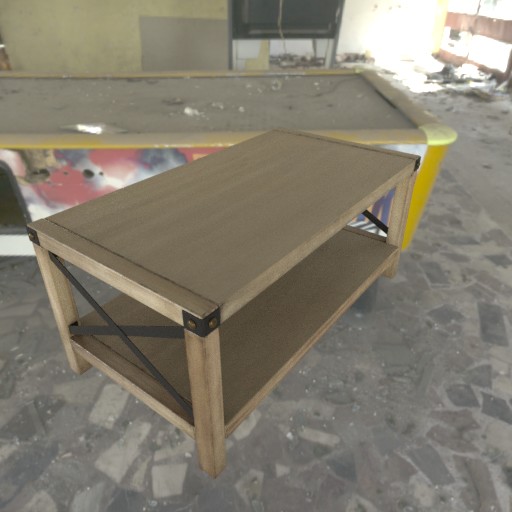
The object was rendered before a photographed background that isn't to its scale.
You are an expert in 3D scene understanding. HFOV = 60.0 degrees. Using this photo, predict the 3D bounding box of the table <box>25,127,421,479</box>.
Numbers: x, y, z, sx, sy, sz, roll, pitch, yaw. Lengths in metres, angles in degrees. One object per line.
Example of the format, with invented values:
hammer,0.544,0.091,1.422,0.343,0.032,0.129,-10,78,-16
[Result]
table,0.000,0.000,1.313,0.559,0.456,1.016,22,38,31
